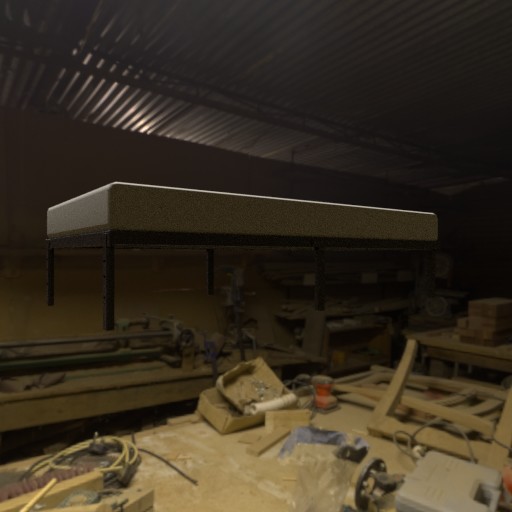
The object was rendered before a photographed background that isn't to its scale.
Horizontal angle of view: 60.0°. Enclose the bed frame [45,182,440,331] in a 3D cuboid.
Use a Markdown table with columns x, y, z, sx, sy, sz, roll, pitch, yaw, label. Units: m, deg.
| x | y | z | sx | sy | sz | roll | pitch | yaw | label |
| --- | --- | --- | --- | --- | --- | --- | --- | --- | --- |
| 0.000 | 0.000 | 3.302 | 2.635 | 0.680 | 1.393 | 0 | 0 | -36 | bed frame |
